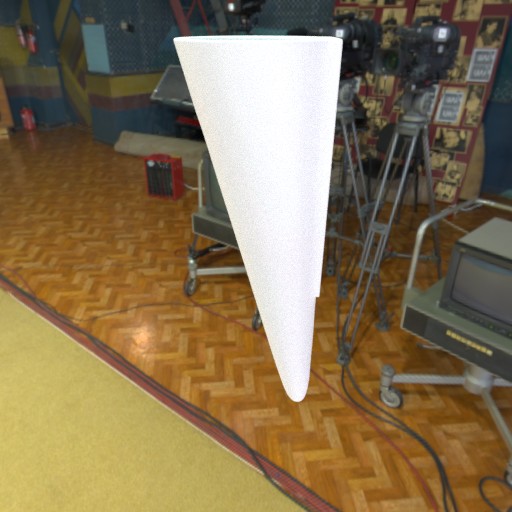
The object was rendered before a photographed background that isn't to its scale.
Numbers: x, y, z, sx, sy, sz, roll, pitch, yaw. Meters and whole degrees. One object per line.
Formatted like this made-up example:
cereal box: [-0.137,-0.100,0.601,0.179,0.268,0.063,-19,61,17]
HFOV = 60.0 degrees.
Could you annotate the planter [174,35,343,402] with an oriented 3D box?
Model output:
planter: [0.000,0.000,0.219,0.064,0.193,0.057,0,28,0]
